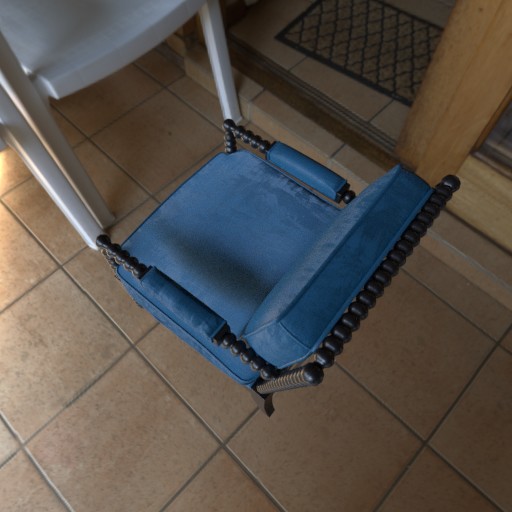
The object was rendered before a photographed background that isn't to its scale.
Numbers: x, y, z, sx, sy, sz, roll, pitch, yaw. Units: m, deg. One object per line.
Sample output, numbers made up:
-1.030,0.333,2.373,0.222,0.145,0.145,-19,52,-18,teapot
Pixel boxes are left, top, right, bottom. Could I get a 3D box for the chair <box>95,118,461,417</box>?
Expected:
0.000,0.000,1.451,0.805,0.857,0.688,35,68,16,chair
